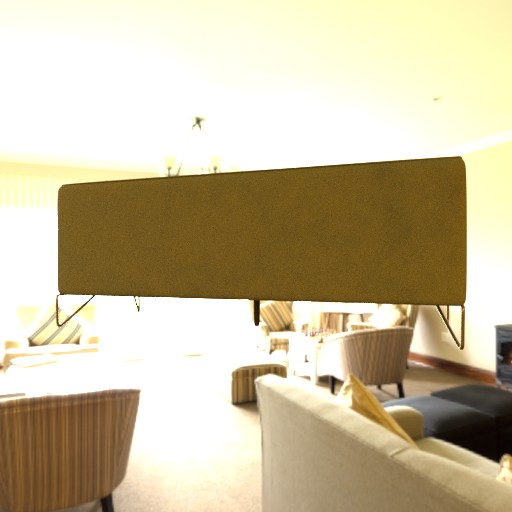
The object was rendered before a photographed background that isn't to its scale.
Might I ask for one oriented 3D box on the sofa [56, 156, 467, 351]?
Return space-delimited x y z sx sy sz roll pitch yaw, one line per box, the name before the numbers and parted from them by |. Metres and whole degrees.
sofa | 0.000 0.000 2.494 2.087 0.789 0.867 0 -1 19
